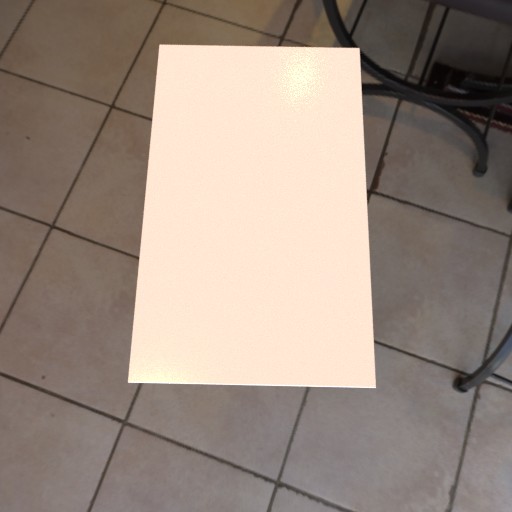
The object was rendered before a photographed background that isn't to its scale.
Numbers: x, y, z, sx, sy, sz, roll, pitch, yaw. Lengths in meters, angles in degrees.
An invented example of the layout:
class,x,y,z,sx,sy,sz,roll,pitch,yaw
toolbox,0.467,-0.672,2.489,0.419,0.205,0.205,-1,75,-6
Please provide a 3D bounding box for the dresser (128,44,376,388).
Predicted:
class,x,y,z,sx,sy,sz,roll,pitch,yaw
dresser,0.000,0.000,1.185,0.400,0.800,0.650,1,75,0
